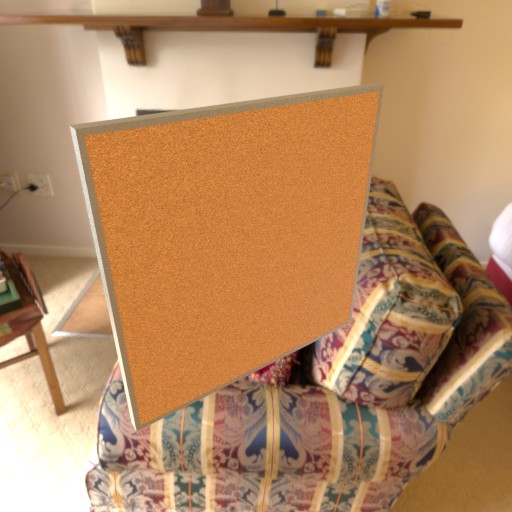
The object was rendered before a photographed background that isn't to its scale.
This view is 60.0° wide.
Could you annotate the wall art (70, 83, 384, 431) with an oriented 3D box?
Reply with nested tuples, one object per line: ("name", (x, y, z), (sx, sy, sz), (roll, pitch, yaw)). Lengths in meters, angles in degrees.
("wall art", (0.000, 0.000, 1.202), (0.809, 0.807, 0.038), (-19, 35, -30))
